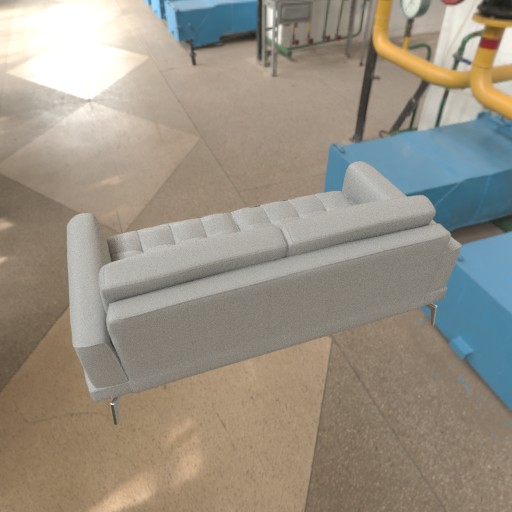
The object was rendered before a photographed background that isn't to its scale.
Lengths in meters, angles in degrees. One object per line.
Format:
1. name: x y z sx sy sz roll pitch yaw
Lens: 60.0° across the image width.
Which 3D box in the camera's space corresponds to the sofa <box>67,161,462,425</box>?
1. sofa: 0.000 0.000 2.718 2.177 0.930 1.121 -13 42 -15
